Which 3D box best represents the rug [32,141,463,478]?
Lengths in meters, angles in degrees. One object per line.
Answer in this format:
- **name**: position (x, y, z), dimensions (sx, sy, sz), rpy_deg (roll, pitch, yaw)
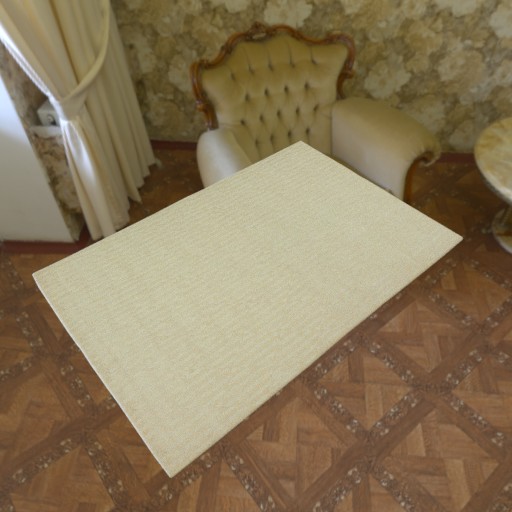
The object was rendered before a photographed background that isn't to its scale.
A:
- **rug**: position (0.000, 0.000, 2.256), dimensions (1.848, 0.014, 1.238), rpy_deg (-32, 54, -27)
